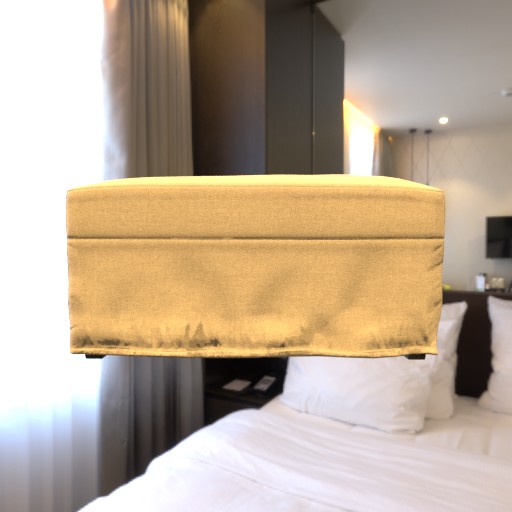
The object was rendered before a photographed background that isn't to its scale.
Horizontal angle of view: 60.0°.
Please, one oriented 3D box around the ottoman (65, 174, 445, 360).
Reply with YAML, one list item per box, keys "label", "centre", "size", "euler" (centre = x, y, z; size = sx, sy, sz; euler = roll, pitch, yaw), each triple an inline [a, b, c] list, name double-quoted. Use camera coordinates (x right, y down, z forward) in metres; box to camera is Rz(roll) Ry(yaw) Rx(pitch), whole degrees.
- label: "ottoman"
  centre: [0.000, 0.000, 1.355]
  size: [0.840, 0.436, 0.843]
  euler: [0, 2, 0]
